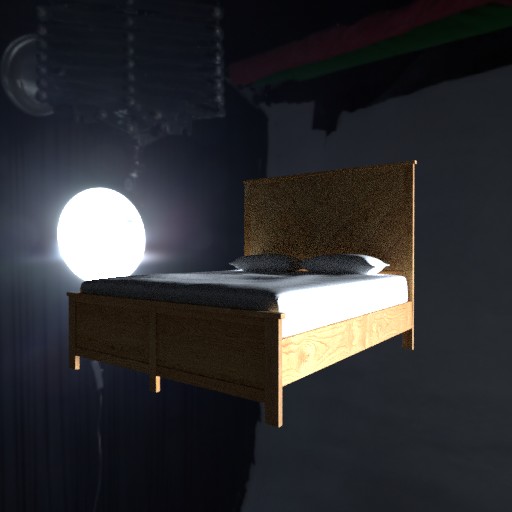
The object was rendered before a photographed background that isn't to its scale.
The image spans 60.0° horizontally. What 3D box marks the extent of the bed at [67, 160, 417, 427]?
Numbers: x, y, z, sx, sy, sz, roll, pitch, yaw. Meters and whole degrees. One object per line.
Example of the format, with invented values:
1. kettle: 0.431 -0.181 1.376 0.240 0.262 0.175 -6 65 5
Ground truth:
1. bed: 0.000 0.000 3.657 1.936 1.686 2.201 1 1 36
